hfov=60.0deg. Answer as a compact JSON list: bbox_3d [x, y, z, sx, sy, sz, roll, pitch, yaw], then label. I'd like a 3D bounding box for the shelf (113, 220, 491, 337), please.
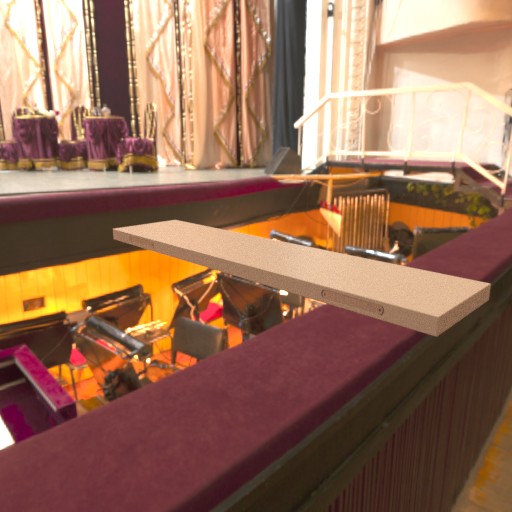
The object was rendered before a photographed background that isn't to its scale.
[{"bbox_3d":[0.000,0.000,0.663,0.610,0.020,0.140,14,20,43],"label":"shelf"}]
